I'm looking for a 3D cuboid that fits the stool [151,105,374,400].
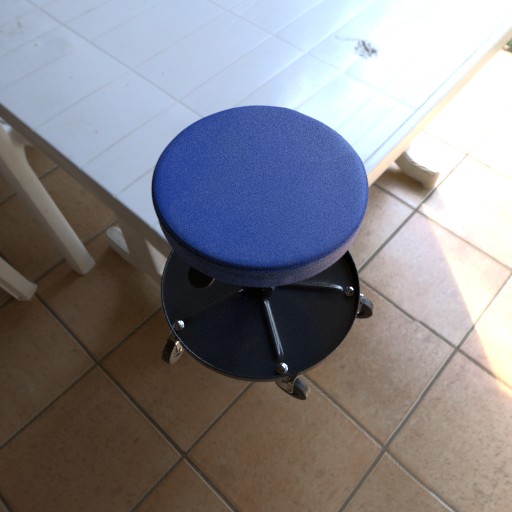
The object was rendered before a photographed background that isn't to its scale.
[{"bbox_3d":[0.000,0.000,0.701,0.381,0.365,0.382,32,63,19],"label":"stool"}]
